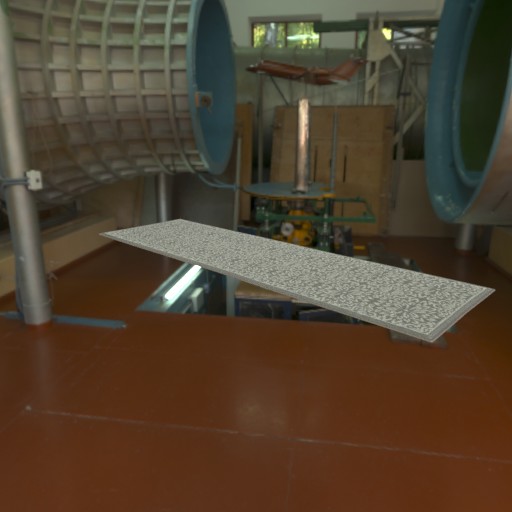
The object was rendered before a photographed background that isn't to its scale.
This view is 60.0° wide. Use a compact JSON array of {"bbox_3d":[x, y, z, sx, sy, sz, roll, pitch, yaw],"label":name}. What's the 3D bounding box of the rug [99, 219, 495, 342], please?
[{"bbox_3d":[0.000,0.000,2.390,2.196,0.011,0.662,15,22,41],"label":"rug"}]
